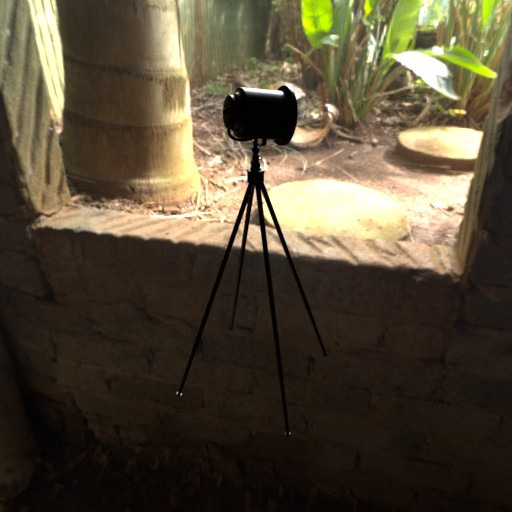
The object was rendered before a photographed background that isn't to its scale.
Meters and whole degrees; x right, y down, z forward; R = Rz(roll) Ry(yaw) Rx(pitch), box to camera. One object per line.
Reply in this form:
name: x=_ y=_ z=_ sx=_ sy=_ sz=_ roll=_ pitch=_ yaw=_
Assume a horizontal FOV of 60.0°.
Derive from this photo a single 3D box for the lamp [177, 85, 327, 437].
lamp: x=0.000 y=0.000 z=2.083 sx=0.884 sy=1.504 sz=0.879 roll=-11 pitch=31 yaw=-18
